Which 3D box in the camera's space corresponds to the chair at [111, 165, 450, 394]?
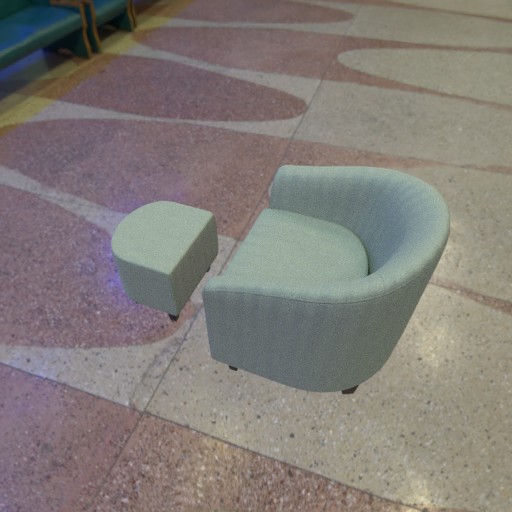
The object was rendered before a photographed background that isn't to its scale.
[{"bbox_3d":[0.000,0.000,1.780,1.288,0.757,0.756,16,47,15],"label":"chair"}]
